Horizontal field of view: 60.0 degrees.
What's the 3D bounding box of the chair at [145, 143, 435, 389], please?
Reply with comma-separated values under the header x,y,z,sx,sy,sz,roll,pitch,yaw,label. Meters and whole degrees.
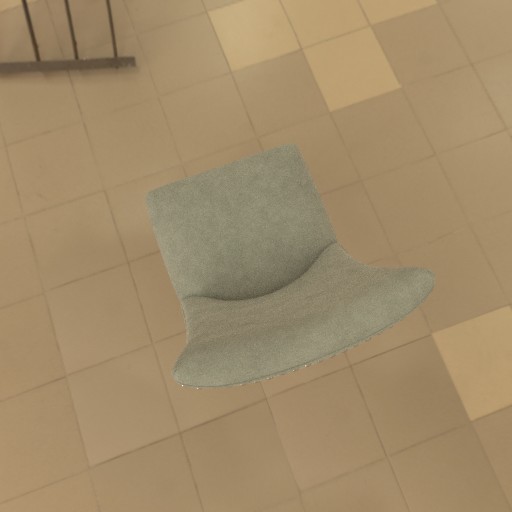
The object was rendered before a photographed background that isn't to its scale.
x,y,z,sx,sy,sz,roll,pitch,yaw,label
0.000,0.000,1.217,0.495,0.902,0.610,-20,77,-5,chair
